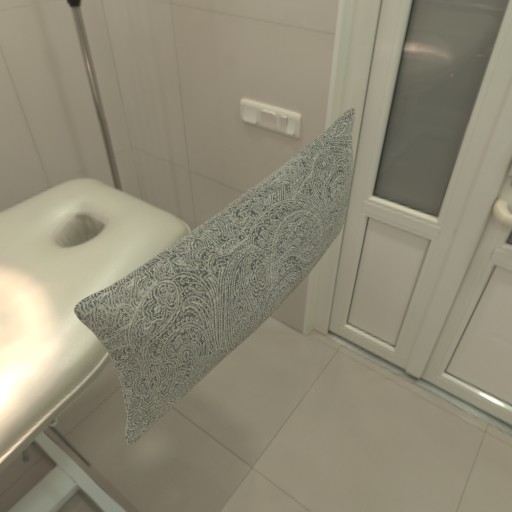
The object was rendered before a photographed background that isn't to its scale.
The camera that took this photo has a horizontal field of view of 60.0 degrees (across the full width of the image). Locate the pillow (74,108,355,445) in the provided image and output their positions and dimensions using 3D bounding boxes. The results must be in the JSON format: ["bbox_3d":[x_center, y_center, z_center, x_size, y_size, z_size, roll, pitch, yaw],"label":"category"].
[{"bbox_3d":[0.000,0.000,0.727,0.151,0.295,0.615,26,47,26],"label":"pillow"}]
